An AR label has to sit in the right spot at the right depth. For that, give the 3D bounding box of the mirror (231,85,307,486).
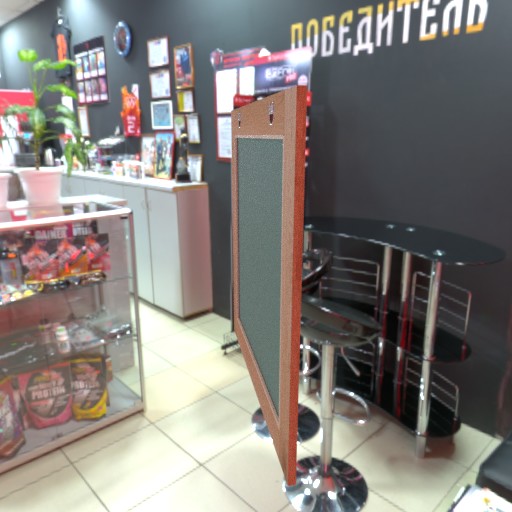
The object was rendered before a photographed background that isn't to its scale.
[{"bbox_3d":[0.000,0.000,1.218,0.020,0.800,0.800,-3,15,-11],"label":"mirror"}]
